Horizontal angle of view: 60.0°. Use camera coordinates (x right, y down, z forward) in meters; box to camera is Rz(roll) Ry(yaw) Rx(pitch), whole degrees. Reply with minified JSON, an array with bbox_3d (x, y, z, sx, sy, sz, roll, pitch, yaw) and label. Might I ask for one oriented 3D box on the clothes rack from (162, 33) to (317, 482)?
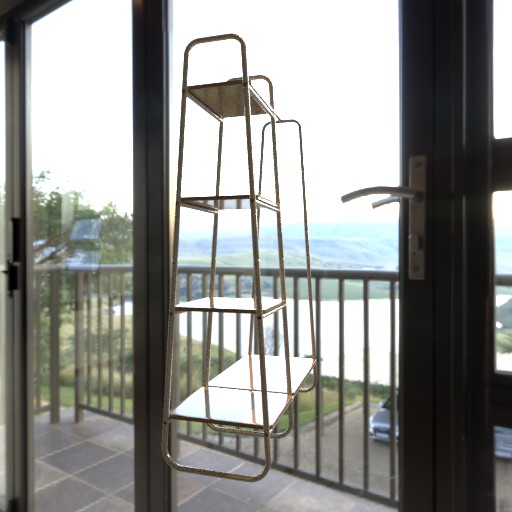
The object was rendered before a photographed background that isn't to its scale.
[{"bbox_3d":[0.000,0.000,1.982,0.400,1.500,1.011,0,0,17],"label":"clothes rack"}]
